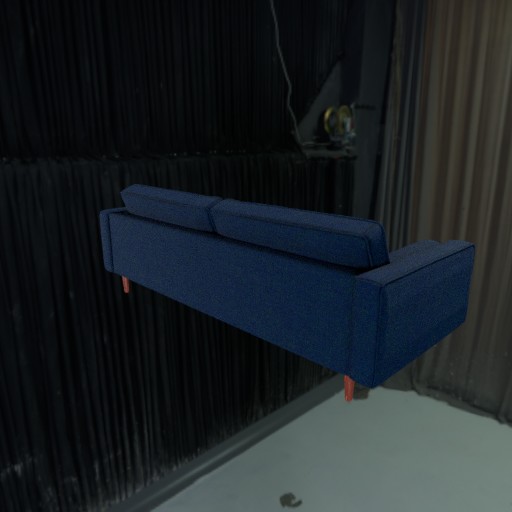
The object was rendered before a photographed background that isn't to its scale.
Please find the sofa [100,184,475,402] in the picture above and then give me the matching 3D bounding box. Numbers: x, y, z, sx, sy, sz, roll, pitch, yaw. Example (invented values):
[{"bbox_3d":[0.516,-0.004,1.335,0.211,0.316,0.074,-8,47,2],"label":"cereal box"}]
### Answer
[{"bbox_3d":[0.000,0.000,2.681,0.914,0.762,2.210,-15,21,-43],"label":"sofa"}]
